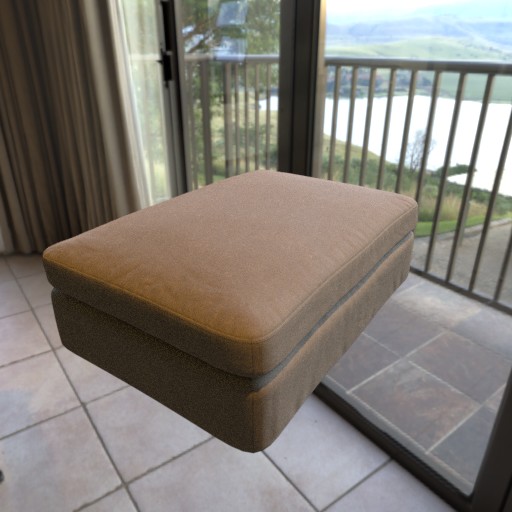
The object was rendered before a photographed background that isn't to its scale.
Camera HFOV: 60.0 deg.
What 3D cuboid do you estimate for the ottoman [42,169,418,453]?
[{"bbox_3d":[0.000,0.000,1.626,0.840,0.429,1.199,17,31,31],"label":"ottoman"}]
